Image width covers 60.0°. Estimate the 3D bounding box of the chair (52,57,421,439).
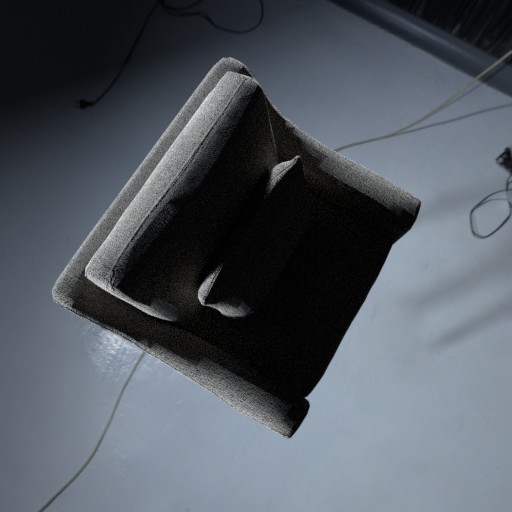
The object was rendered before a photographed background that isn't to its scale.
[{"bbox_3d":[0.000,0.000,1.885,1.009,1.037,1.138,31,78,7],"label":"chair"}]
